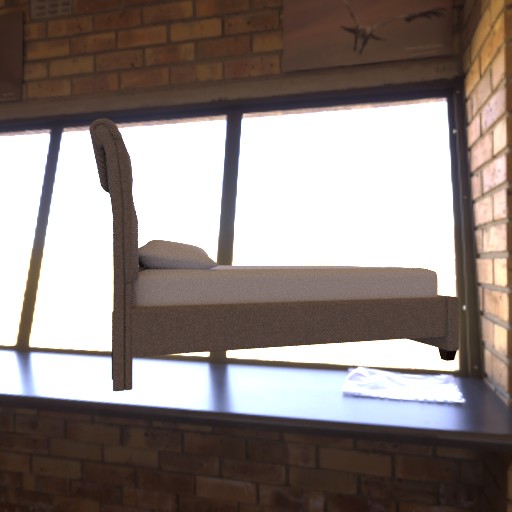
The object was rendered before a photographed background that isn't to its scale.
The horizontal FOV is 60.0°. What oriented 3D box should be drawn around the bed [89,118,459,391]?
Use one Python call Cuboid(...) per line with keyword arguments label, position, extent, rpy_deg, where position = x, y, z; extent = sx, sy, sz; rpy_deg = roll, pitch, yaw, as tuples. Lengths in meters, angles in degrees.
Cuboid(label="bed", position=(0.000, 0.000, 3.307), extent=(2.252, 1.371, 1.645), rpy_deg=(0, 0, -18))
